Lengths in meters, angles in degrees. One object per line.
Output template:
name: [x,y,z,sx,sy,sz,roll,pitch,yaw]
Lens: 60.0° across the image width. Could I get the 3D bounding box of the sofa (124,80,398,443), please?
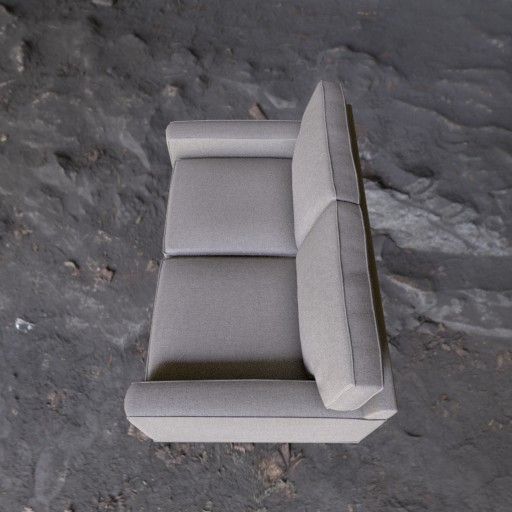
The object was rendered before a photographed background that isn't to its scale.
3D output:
sofa: [0.000,0.000,2.030,0.940,0.853,1.484,0,59,0]
